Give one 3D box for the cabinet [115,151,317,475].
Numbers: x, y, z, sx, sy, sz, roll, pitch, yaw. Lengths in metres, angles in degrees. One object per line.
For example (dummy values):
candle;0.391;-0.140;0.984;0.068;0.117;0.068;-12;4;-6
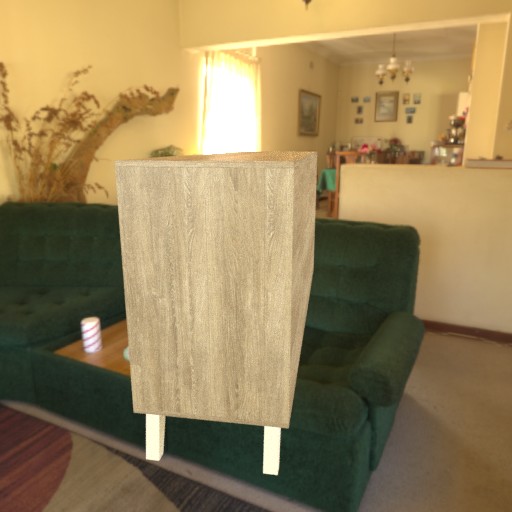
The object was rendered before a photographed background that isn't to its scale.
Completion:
cabinet;0.000;0.000;1.944;0.450;0.870;1.600;2;14;9
